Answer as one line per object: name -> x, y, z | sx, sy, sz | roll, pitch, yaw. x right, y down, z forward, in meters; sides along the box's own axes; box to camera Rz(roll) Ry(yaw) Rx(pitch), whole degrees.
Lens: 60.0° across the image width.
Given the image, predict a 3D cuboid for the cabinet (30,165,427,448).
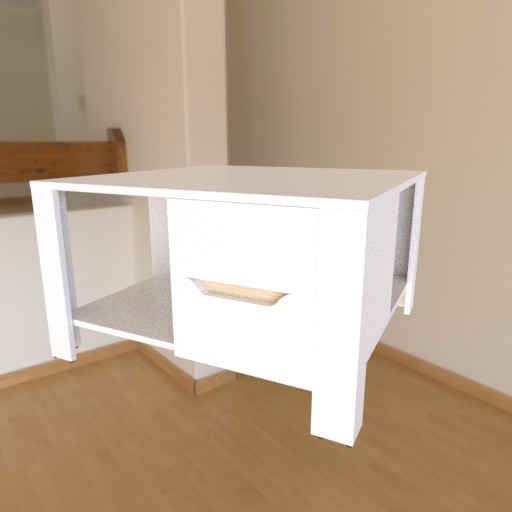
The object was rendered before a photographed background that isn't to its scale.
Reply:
cabinet -> 0.000, 0.000, 1.279 | 0.800, 0.460, 0.800 | 7, 16, 26
